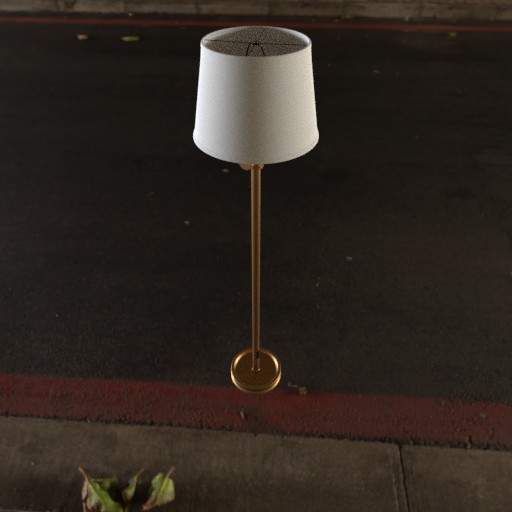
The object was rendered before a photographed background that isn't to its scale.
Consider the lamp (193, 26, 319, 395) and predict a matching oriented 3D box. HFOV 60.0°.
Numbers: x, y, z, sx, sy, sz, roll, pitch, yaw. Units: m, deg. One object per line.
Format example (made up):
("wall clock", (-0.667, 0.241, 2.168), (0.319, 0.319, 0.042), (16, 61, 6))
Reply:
("lamp", (0.000, 0.000, 0.785), (0.178, 0.710, 0.178), (0, 41, 0))
